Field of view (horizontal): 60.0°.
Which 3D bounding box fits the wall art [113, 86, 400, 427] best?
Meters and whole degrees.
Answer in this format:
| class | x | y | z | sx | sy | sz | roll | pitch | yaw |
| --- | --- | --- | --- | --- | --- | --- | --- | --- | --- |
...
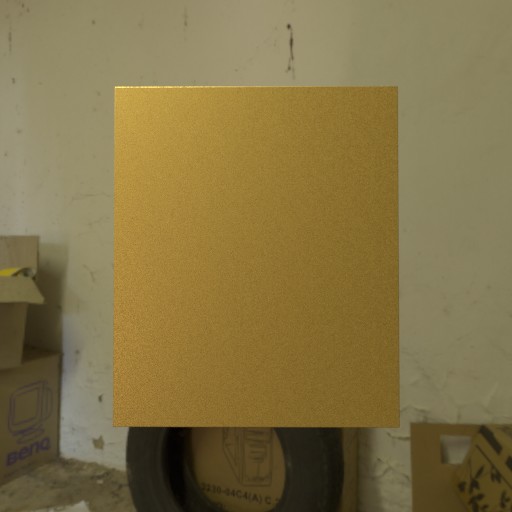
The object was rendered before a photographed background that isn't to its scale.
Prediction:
| class | x | y | z | sx | sy | sz | roll | pitch | yaw |
| --- | --- | --- | --- | --- | --- | --- | --- | --- | --- |
| wall art | 0.000 | 0.000 | 0.858 | 0.537 | 0.642 | 0.048 | 0 | -1 | 0 |
